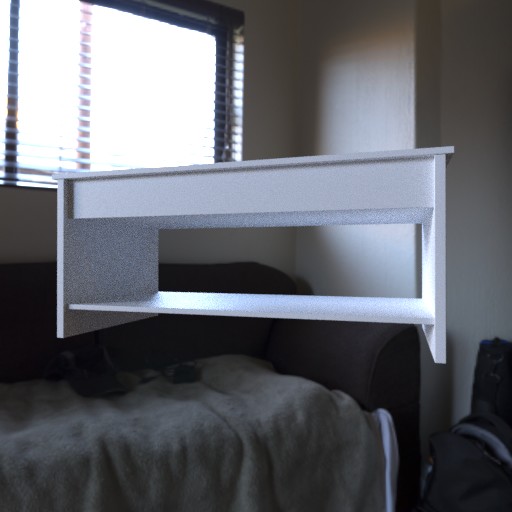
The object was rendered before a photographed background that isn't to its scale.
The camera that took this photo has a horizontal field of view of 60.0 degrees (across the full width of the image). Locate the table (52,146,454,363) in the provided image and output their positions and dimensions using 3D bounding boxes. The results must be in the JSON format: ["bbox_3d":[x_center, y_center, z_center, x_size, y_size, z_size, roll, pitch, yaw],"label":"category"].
[{"bbox_3d":[0.000,0.000,1.283,1.000,0.441,0.500,0,0,18],"label":"table"}]
